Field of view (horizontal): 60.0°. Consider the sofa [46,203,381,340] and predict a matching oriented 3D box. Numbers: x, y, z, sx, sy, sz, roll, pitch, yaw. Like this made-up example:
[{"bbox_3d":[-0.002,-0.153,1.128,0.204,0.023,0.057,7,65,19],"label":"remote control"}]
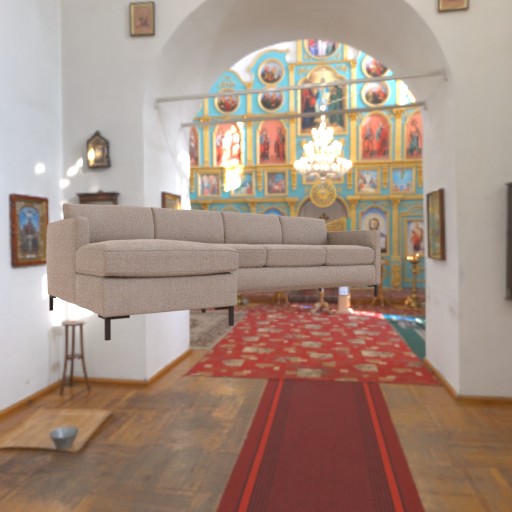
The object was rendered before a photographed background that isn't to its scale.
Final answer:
[{"bbox_3d":[0.000,0.000,3.599,2.923,0.816,1.469,0,1,-36],"label":"sofa"}]
